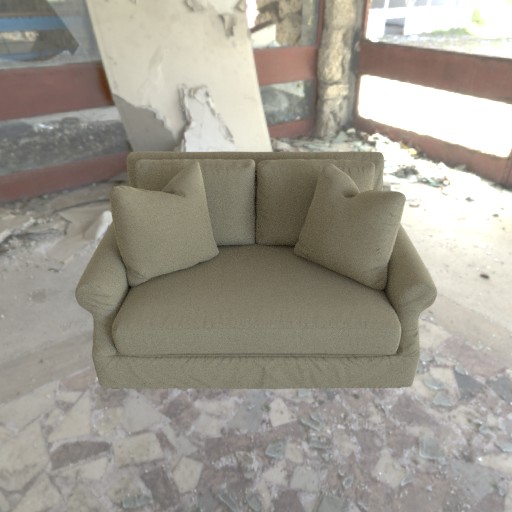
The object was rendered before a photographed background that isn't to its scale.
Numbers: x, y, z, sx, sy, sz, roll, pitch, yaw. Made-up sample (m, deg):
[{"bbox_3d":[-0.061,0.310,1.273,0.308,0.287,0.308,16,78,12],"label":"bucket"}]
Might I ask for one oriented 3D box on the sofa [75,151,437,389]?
[{"bbox_3d":[0.000,0.000,2.236,1.550,0.905,1.070,0,31,0],"label":"sofa"}]
